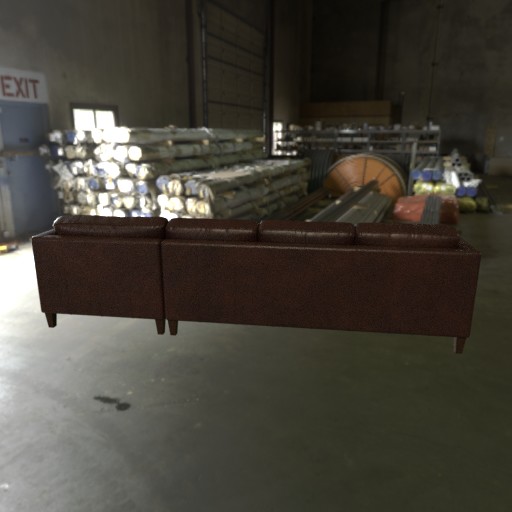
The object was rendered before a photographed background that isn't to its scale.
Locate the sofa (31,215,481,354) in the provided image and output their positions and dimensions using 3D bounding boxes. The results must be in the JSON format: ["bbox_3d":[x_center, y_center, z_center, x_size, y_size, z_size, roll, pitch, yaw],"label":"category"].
[{"bbox_3d":[0.000,0.000,3.931,3.203,0.883,1.581,2,16,8],"label":"sofa"}]
